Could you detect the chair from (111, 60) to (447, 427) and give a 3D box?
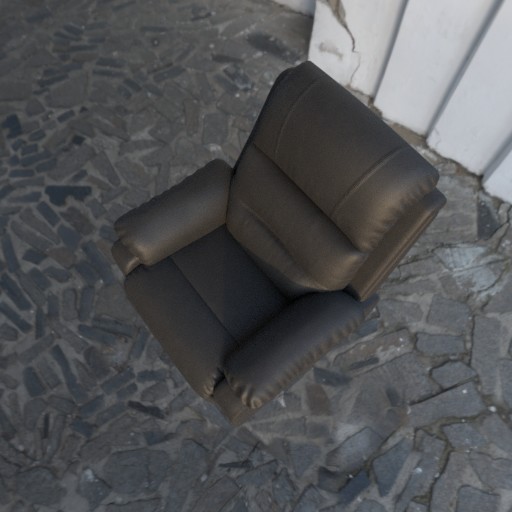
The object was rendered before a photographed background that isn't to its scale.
[{"bbox_3d":[0.000,0.000,1.625,0.919,0.992,0.855,-36,70,-15],"label":"chair"}]
